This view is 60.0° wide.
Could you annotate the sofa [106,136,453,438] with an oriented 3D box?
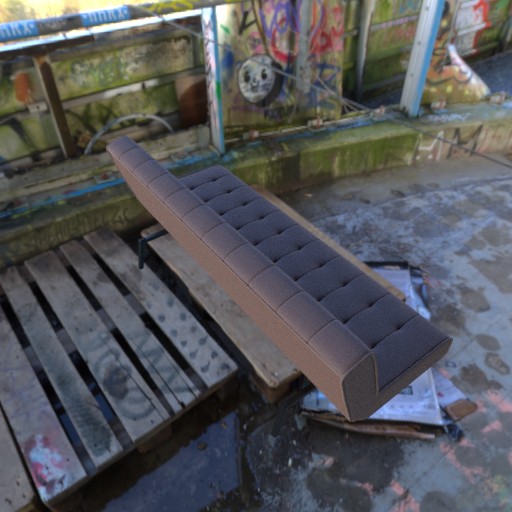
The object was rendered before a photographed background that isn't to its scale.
[{"bbox_3d":[0.000,0.000,2.119,0.747,0.699,1.703,-27,48,-26],"label":"sofa"}]
